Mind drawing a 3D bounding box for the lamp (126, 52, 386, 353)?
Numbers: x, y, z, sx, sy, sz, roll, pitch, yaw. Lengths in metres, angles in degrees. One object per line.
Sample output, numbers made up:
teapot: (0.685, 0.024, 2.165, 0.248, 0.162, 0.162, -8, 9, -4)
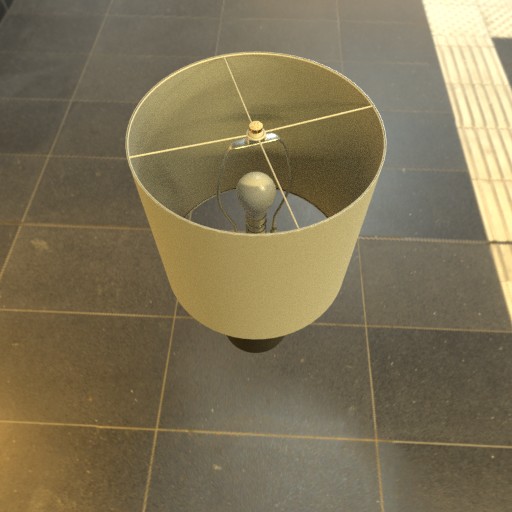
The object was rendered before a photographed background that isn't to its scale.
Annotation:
lamp: (0.000, 0.000, 0.770, 0.308, 0.580, 0.308, -14, 59, -9)
